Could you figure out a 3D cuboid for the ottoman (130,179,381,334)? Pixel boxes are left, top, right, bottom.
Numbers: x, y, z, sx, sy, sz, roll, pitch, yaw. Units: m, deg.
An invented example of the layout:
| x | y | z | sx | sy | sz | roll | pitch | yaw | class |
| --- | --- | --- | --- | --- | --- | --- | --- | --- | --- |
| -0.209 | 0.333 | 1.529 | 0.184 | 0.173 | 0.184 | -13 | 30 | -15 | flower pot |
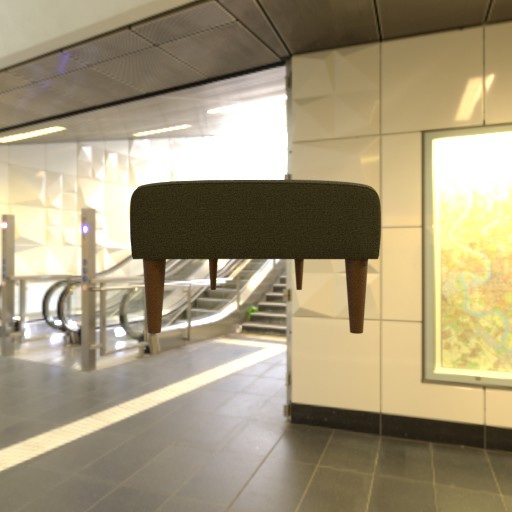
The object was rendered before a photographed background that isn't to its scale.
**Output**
| x | y | z | sx | sy | sz | roll | pitch | yaw | class |
| --- | --- | --- | --- | --- | --- | --- | --- | --- | --- |
| 0.000 | 0.000 | 1.872 | 0.646 | 0.393 | 1.609 | 0 | 0 | 0 | ottoman |
